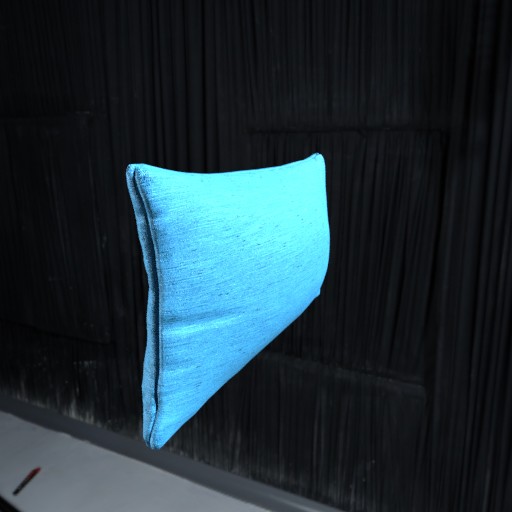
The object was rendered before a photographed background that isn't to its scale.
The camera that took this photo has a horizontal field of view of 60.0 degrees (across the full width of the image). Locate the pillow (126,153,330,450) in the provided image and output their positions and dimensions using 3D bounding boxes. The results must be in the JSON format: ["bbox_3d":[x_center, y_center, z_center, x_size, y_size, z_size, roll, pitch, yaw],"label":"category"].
[{"bbox_3d":[0.000,0.000,0.771,0.210,0.338,0.633,7,16,25],"label":"pillow"}]
